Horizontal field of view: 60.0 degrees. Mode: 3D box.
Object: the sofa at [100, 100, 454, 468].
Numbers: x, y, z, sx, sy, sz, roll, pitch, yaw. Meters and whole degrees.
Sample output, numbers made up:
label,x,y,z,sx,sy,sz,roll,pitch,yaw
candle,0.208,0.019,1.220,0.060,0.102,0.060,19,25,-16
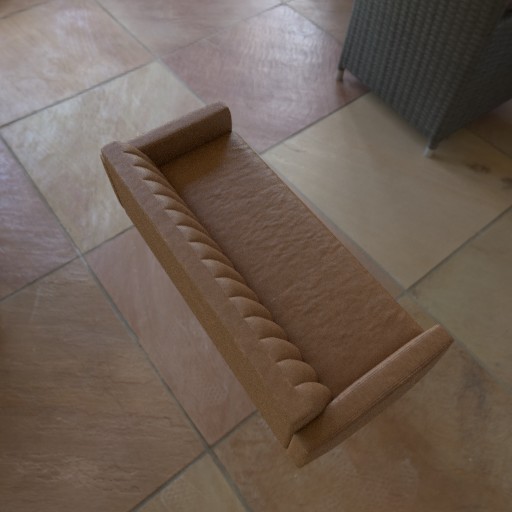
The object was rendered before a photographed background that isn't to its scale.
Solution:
label,x,y,z,sx,sy,sz,roll,pitch,yaw
sofa,0.000,0.000,2.776,0.990,0.821,2.291,-30,63,-17
